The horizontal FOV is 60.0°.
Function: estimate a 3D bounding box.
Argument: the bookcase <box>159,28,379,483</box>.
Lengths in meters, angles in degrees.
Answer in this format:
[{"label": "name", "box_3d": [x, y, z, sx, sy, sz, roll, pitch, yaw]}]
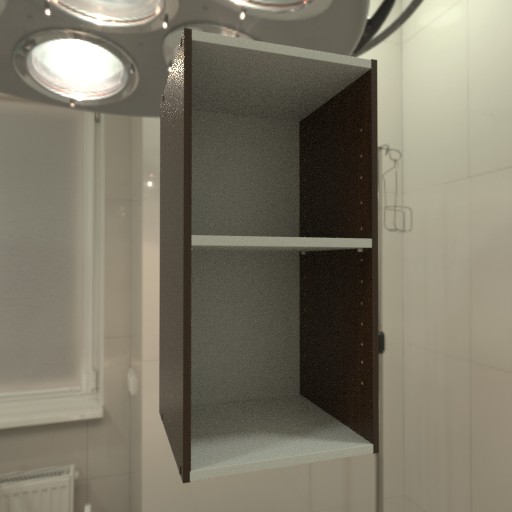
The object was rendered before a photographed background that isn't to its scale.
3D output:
[{"label": "bookcase", "box_3d": [0.000, 0.000, 0.768, 0.300, 0.600, 0.290, 0, -1, -18]}]
